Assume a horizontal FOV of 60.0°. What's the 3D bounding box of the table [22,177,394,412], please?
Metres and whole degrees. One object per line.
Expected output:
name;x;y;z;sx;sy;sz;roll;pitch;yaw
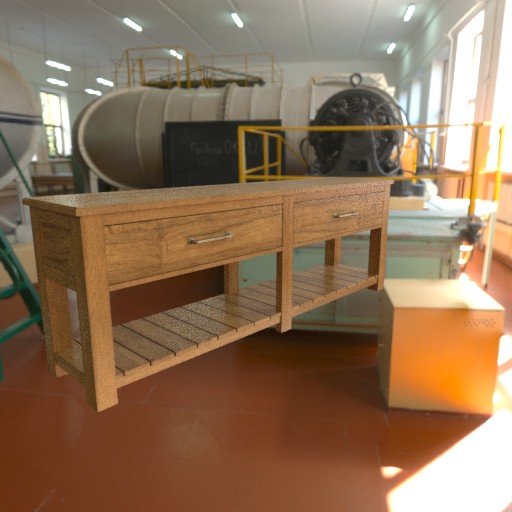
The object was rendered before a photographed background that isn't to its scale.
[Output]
table;0.000;0.000;2.046;0.425;0.635;1.815;12;18;43
